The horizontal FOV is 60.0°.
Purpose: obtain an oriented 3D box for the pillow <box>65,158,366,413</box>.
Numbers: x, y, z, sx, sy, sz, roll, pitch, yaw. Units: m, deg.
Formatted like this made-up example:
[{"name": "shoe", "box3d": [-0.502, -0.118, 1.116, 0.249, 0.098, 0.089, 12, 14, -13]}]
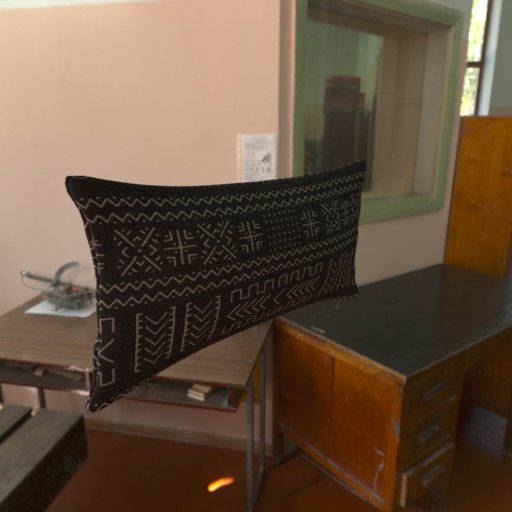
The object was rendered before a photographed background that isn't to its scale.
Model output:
[{"name": "pillow", "box3d": [0.000, 0.000, 0.792, 0.135, 0.322, 0.667, 15, 21, 43]}]
